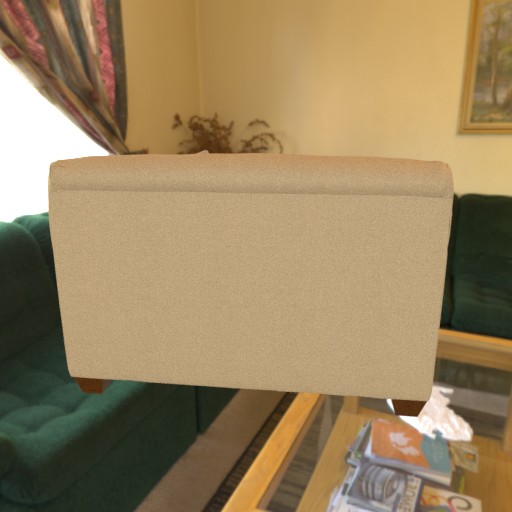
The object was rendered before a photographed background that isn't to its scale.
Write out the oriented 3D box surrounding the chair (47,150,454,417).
[{"bbox_3d":[0.000,0.000,2.013,1.383,0.948,1.000,2,15,7],"label":"chair"}]
